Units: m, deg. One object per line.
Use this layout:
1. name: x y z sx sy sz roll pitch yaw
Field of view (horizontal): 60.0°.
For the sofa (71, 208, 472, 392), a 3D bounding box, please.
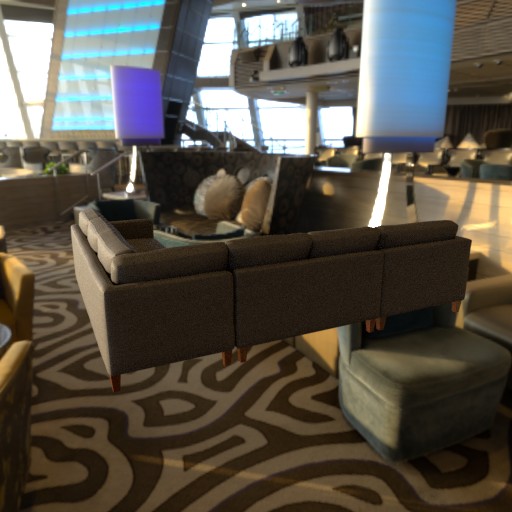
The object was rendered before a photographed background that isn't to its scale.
1. sofa: 0.000 0.000 4.712 3.460 0.961 2.594 -7 16 -25
